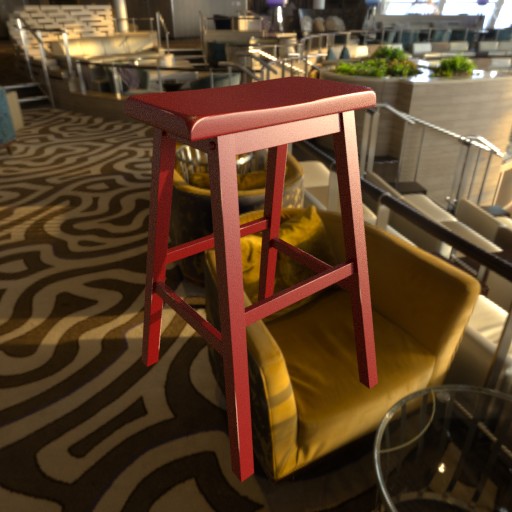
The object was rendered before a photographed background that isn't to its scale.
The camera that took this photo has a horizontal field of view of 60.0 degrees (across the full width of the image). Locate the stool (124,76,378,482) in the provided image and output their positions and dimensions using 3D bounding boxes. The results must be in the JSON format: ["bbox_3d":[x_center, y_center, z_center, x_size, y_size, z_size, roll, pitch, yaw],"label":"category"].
[{"bbox_3d":[0.000,0.000,1.047,0.457,0.737,0.476,-21,36,-33],"label":"stool"}]
